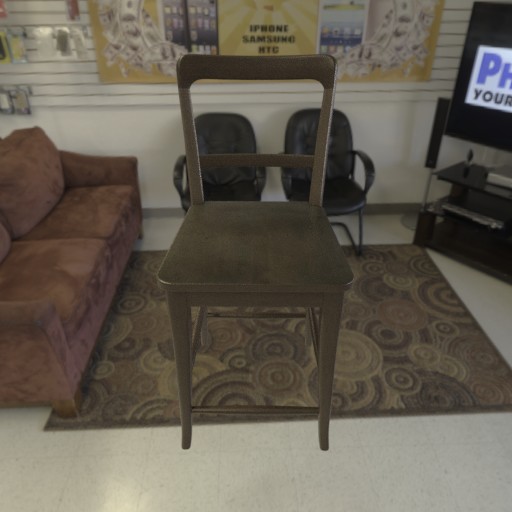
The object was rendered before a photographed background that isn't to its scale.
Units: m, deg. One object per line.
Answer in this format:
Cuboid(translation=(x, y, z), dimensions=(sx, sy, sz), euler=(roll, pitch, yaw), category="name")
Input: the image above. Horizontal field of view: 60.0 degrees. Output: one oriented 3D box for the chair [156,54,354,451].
Cuboid(translation=(0.000, 0.000, 1.254), dimensions=(0.450, 0.991, 0.546), euler=(0, 31, 0), category="chair")
